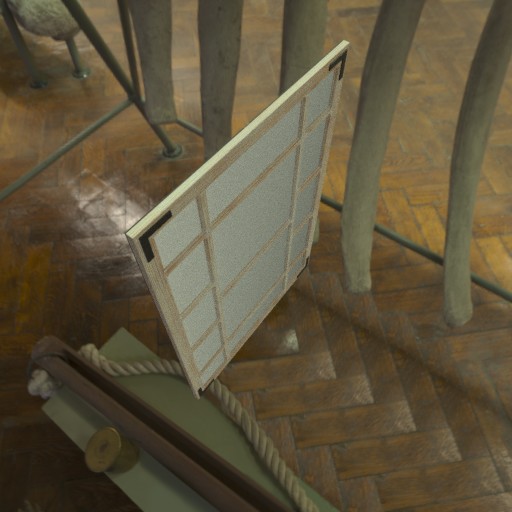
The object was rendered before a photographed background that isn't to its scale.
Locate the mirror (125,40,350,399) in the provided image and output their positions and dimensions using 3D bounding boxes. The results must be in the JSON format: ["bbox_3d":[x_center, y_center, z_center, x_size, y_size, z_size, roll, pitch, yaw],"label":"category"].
[{"bbox_3d":[0.000,0.000,1.308,0.025,0.996,0.705,32,63,19],"label":"mirror"}]
